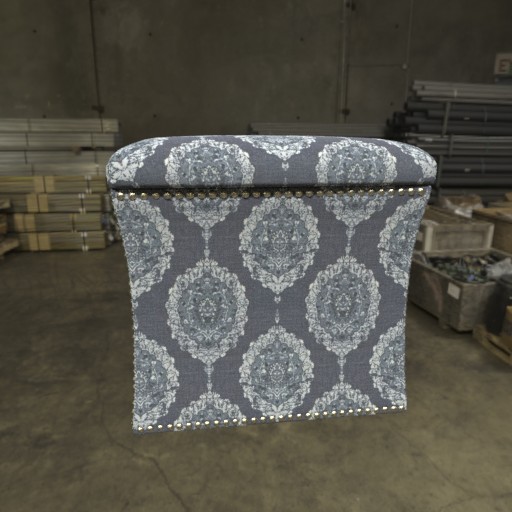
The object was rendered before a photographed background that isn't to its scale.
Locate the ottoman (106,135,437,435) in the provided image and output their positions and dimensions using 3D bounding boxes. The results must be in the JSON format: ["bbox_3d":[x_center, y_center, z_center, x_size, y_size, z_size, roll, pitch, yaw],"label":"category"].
[{"bbox_3d":[0.000,0.000,0.904,0.497,0.475,0.507,-2,14,-8],"label":"ottoman"}]
